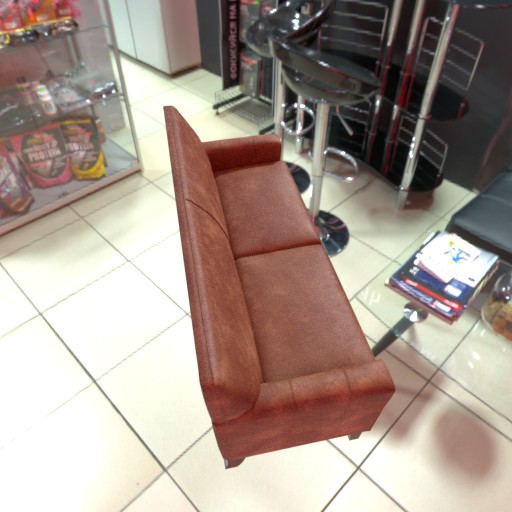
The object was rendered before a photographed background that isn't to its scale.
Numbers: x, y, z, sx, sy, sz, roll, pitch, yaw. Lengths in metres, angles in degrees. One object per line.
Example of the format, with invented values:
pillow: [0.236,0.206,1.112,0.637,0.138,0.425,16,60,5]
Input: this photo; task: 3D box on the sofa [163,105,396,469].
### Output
sofa: [0.000,0.000,2.556,0.805,0.947,2.053,-9,46,-8]
